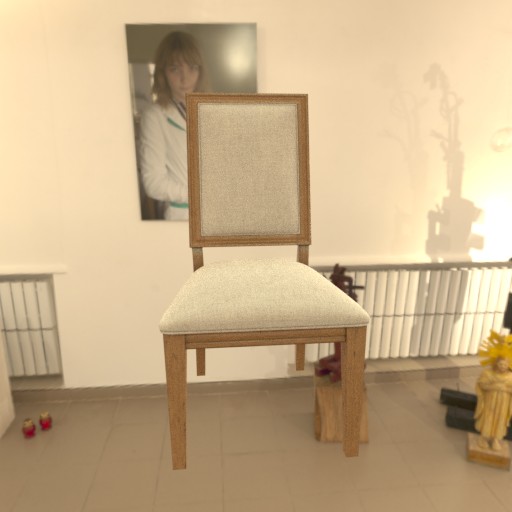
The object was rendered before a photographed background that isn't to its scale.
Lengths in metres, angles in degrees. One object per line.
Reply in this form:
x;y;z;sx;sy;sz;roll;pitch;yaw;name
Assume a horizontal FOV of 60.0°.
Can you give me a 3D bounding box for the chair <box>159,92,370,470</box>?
0.000;0.000;1.348;0.536;0.988;0.601;-1;15;-6;chair
